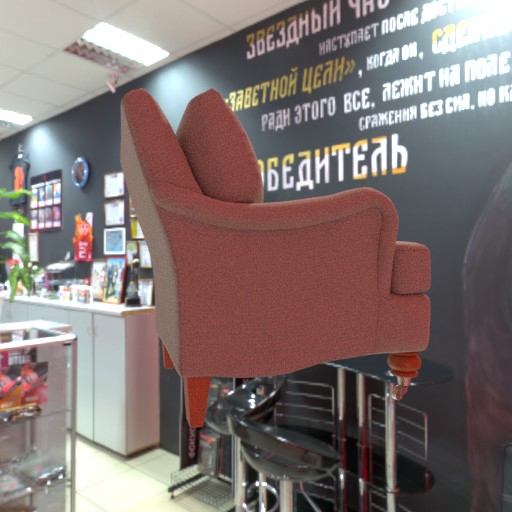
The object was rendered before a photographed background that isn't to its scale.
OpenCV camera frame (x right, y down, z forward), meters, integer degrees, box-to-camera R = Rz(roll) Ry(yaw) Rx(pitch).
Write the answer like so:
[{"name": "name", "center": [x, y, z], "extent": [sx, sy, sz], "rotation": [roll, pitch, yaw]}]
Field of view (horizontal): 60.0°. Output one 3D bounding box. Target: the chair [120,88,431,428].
[{"name": "chair", "center": [0.000, 0.000, 1.823], "extent": [1.070, 1.038, 0.955], "rotation": [0, -1, -17]}]
